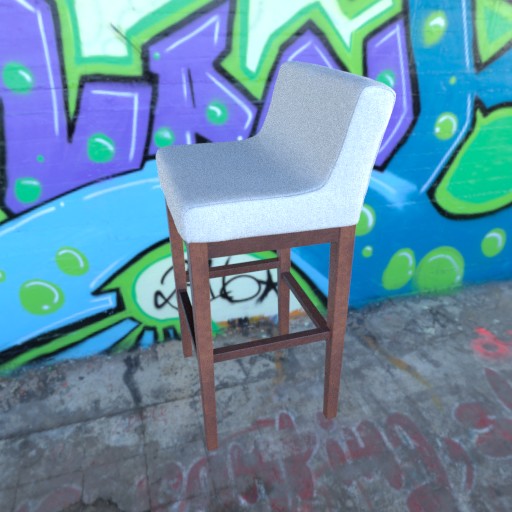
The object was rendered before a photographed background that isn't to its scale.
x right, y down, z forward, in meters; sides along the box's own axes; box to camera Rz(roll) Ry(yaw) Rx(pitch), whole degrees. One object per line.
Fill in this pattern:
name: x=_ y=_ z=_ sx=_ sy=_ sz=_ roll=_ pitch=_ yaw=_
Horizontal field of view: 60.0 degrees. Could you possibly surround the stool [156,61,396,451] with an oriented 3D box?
stool: x=0.000 y=0.000 z=1.339 sx=0.500 sy=1.037 sz=0.511 roll=-9 pitch=30 yaw=-15
